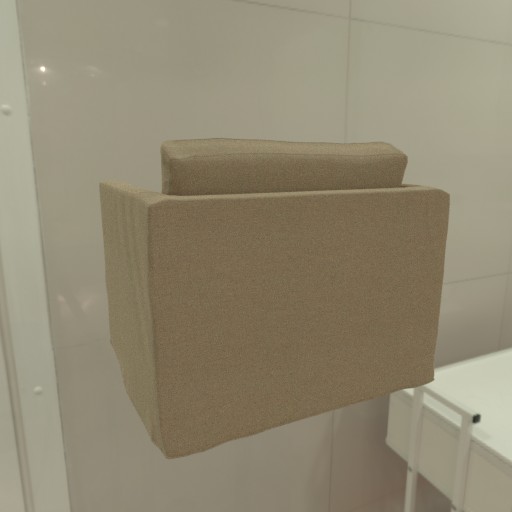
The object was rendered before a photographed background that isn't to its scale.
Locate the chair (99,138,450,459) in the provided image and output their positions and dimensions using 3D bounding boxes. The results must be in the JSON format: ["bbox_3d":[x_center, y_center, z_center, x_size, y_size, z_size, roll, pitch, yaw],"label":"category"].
[{"bbox_3d":[0.000,0.000,1.728,1.057,0.863,0.949,-6,14,-25],"label":"chair"}]
